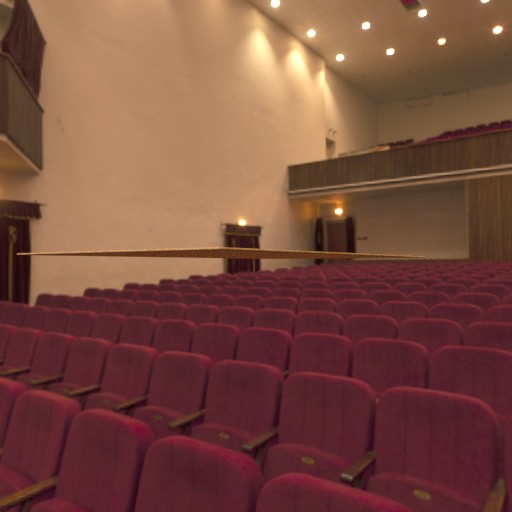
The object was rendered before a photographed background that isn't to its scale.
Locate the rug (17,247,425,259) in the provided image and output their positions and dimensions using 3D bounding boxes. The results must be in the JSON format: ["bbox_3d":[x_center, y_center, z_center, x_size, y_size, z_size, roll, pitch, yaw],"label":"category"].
[{"bbox_3d":[0.000,0.000,2.968,1.511,0.010,2.424,-1,-1,37],"label":"rug"}]
